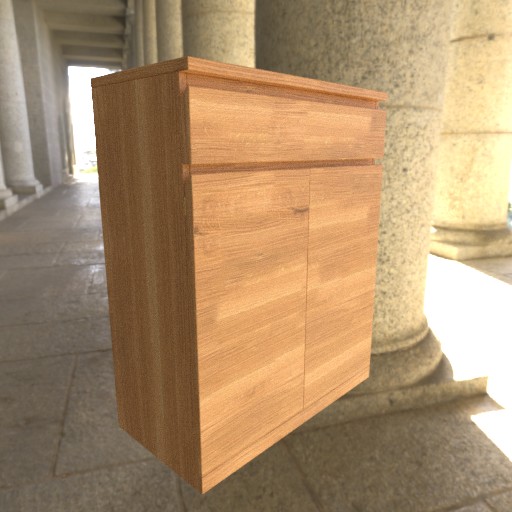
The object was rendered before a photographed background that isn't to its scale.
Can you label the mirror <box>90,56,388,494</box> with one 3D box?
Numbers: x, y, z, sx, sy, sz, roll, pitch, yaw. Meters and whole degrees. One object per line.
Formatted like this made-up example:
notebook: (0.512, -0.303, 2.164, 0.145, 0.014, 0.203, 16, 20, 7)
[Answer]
mirror: (0.000, 0.000, 1.385, 0.400, 1.000, 0.800, 13, 19, 42)
